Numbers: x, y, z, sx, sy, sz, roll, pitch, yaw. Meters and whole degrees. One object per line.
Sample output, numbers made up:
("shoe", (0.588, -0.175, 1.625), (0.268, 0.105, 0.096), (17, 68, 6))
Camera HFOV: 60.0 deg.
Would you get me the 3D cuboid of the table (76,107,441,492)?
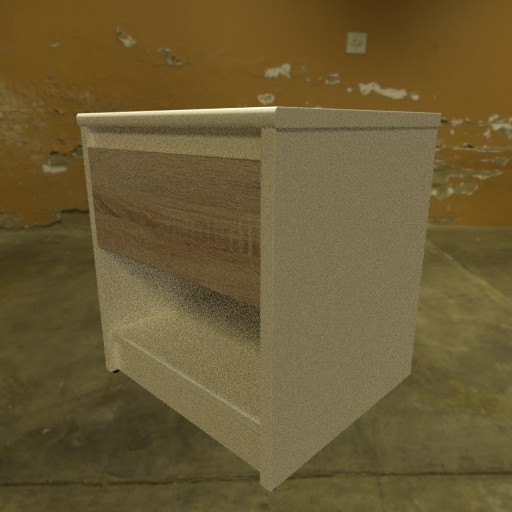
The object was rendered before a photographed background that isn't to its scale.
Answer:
("table", (0.000, 0.000, 0.752), (0.420, 0.460, 0.380), (16, 23, 42))
